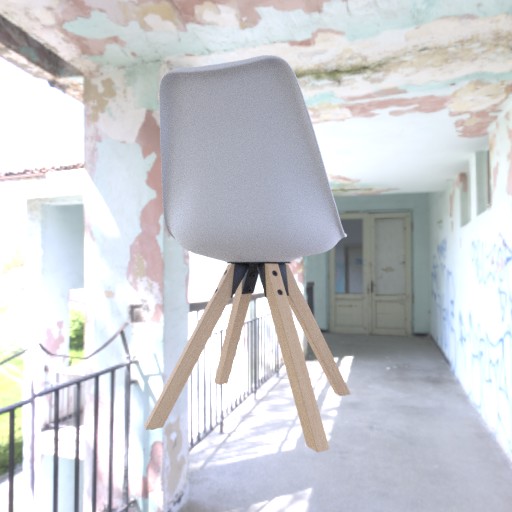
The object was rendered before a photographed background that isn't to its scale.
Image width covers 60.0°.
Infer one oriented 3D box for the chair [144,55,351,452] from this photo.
[{"bbox_3d":[0.000,0.000,1.214,0.485,0.850,0.550,0,-1,18],"label":"chair"}]
